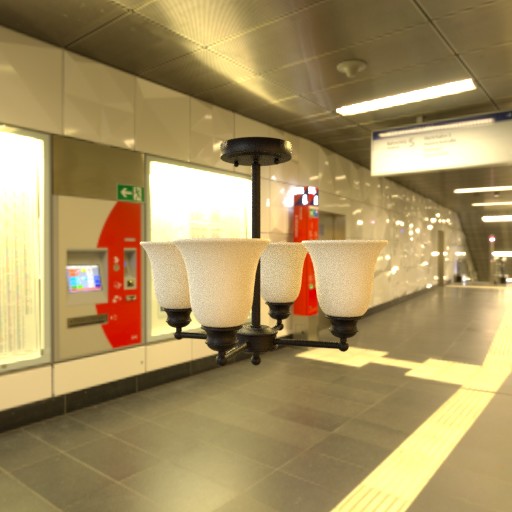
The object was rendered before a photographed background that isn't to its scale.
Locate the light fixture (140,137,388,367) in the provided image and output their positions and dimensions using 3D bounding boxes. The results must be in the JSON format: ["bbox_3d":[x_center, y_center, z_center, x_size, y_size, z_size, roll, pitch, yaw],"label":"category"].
[{"bbox_3d":[0.000,0.000,1.868,1.069,0.925,1.069,0,1,19],"label":"light fixture"}]
